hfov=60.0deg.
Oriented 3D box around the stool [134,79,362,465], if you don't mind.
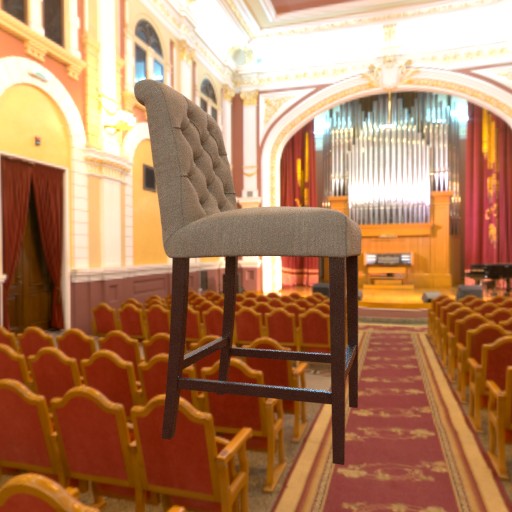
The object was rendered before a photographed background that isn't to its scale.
[{"bbox_3d":[0.000,0.000,1.464,0.660,1.084,0.486,0,1,17],"label":"stool"}]
